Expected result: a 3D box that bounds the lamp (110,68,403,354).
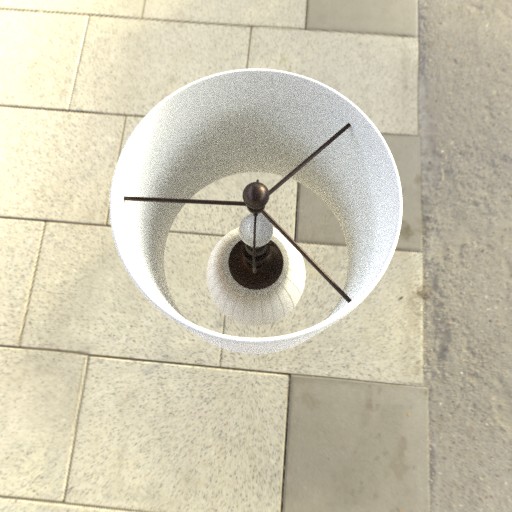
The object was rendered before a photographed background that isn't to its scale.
[{"bbox_3d":[0.000,0.000,0.758,0.328,0.570,0.328,0,75,0],"label":"lamp"}]
